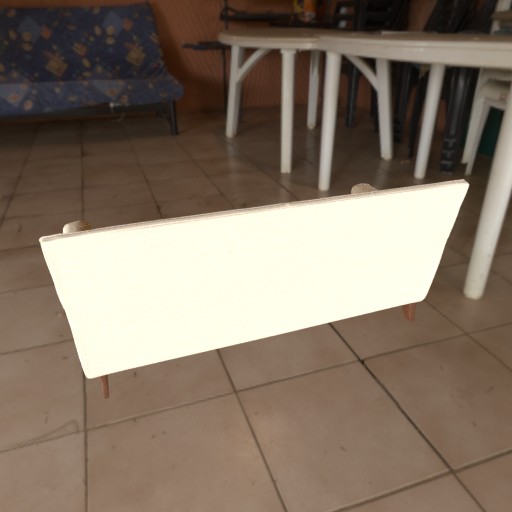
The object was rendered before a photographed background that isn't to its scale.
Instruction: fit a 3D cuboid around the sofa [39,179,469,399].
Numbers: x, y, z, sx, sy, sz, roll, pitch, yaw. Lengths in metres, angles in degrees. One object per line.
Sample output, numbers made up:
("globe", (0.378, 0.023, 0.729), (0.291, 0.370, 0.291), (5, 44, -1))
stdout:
("sofa", (0.000, 0.000, 2.473), (2.001, 0.907, 0.841), (-10, 29, -18))
